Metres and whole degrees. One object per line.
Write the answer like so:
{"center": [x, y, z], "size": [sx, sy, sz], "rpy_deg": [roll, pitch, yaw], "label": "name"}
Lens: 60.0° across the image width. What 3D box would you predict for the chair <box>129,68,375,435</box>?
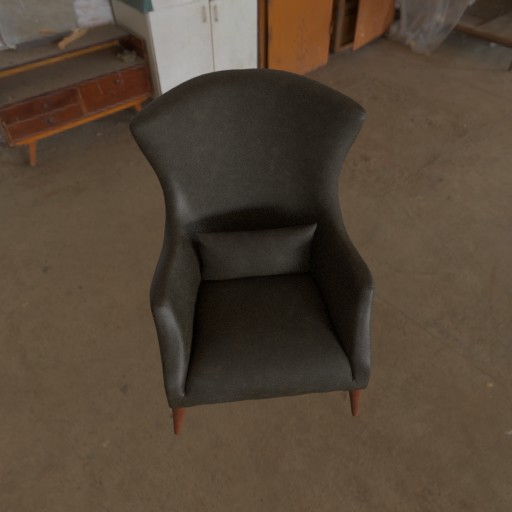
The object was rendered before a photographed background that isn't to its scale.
{"center": [0.000, 0.000, 1.734], "size": [0.819, 1.068, 0.954], "rpy_deg": [-4, 47, -4], "label": "chair"}
